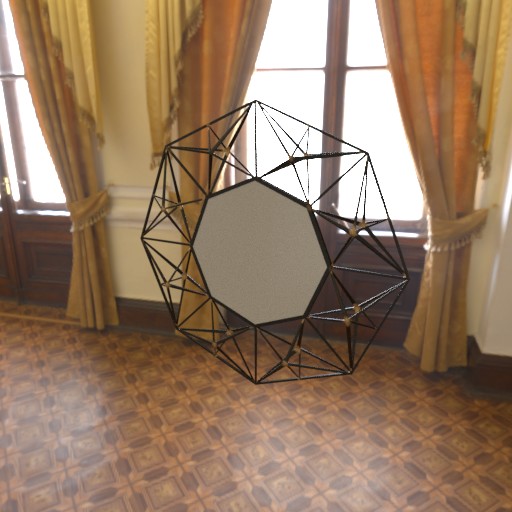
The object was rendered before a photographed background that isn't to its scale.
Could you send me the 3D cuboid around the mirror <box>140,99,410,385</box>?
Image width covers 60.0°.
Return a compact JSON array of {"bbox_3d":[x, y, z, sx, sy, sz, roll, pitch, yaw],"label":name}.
[{"bbox_3d":[0.000,0.000,1.063,0.710,0.710,0.094,9,19,26],"label":"mirror"}]
